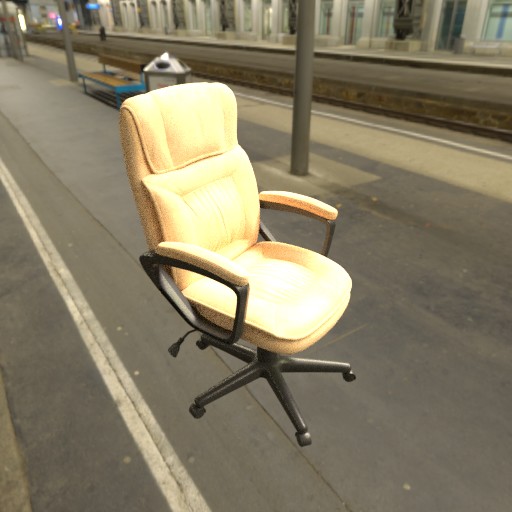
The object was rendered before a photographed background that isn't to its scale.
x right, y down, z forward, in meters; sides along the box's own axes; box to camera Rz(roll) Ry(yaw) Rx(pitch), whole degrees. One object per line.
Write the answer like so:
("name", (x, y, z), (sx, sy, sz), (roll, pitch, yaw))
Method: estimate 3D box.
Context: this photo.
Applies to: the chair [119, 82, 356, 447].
("chair", (0.000, 0.000, 1.581), (0.724, 1.105, 0.667), (18, 33, 30))
